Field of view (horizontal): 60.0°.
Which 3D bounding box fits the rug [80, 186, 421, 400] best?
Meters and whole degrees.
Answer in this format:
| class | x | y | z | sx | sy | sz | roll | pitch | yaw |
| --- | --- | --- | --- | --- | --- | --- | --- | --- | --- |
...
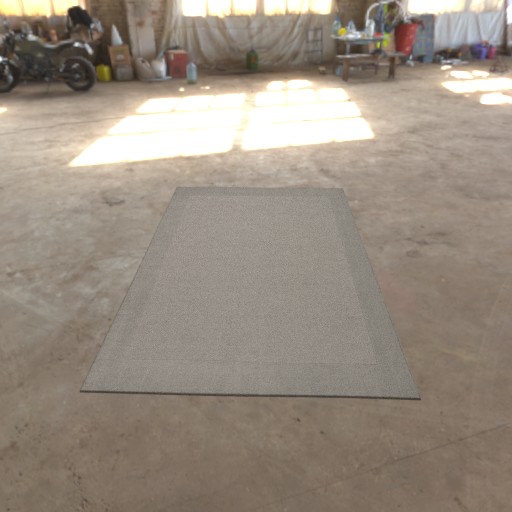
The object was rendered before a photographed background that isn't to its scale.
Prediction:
| class | x | y | z | sx | sy | sz | roll | pitch | yaw |
| --- | --- | --- | --- | --- | --- | --- | --- | --- | --- |
| rug | 0.000 | 0.000 | 3.017 | 1.524 | 0.014 | 2.438 | 1 | 31 | 1 |
